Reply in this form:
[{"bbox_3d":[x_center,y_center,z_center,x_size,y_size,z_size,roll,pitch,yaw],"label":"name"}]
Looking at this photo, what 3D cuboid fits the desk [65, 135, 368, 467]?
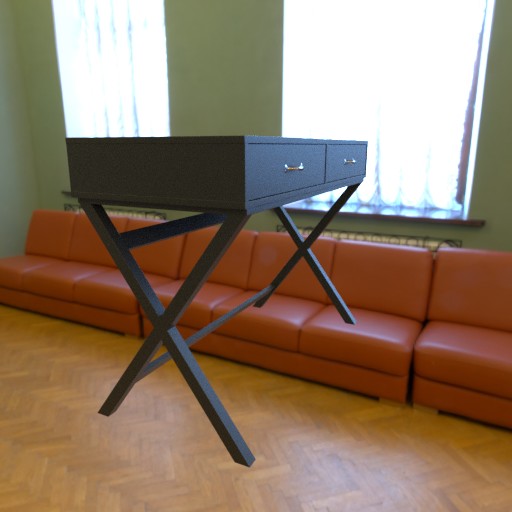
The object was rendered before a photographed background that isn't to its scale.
[{"bbox_3d":[0.000,0.000,1.534,0.525,0.780,1.057,7,16,26],"label":"desk"}]
